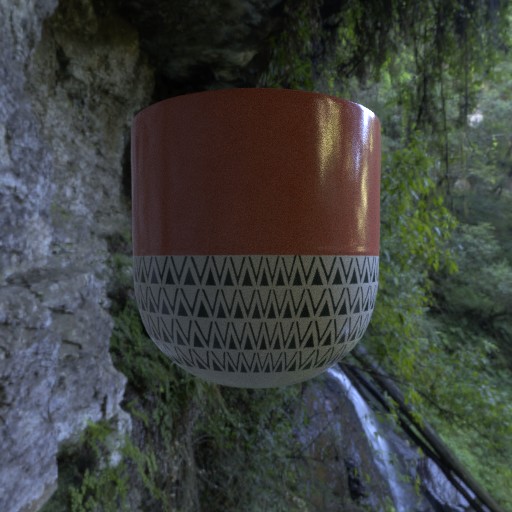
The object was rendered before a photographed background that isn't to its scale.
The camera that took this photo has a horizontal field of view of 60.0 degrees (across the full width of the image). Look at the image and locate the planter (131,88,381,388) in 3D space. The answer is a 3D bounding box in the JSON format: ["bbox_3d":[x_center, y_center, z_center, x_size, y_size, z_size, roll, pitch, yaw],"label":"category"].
[{"bbox_3d":[0.000,0.000,0.489,0.266,0.270,0.266,0,-1,0],"label":"planter"}]
